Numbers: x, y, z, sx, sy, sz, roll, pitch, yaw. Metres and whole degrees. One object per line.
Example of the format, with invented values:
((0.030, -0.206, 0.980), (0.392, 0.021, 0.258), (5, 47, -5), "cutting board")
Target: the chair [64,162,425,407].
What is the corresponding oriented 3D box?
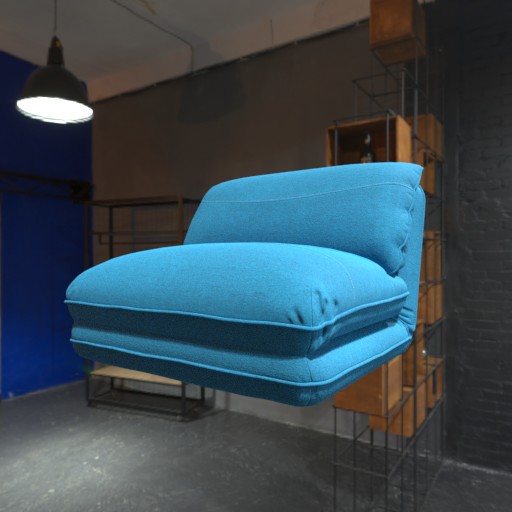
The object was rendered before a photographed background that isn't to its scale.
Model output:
((0.000, 0.000, 1.314), (0.820, 0.580, 0.780), (0, 0, 35), "chair")
